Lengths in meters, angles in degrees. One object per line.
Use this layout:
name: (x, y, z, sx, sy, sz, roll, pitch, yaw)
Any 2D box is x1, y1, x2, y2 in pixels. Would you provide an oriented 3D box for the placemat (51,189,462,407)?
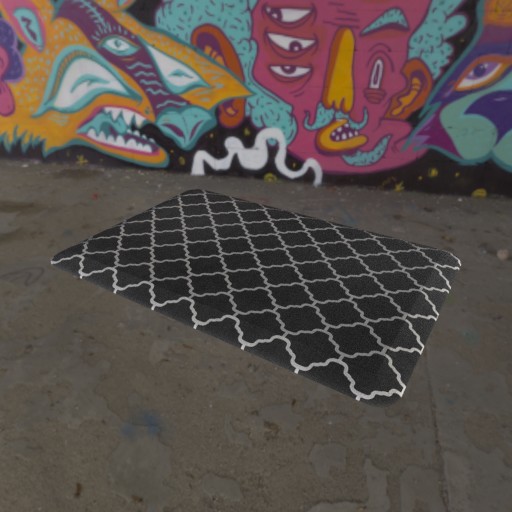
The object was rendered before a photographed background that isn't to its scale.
placemat: (0.000, 0.000, 0.958, 0.762, 0.021, 0.508, 18, 34, 28)
